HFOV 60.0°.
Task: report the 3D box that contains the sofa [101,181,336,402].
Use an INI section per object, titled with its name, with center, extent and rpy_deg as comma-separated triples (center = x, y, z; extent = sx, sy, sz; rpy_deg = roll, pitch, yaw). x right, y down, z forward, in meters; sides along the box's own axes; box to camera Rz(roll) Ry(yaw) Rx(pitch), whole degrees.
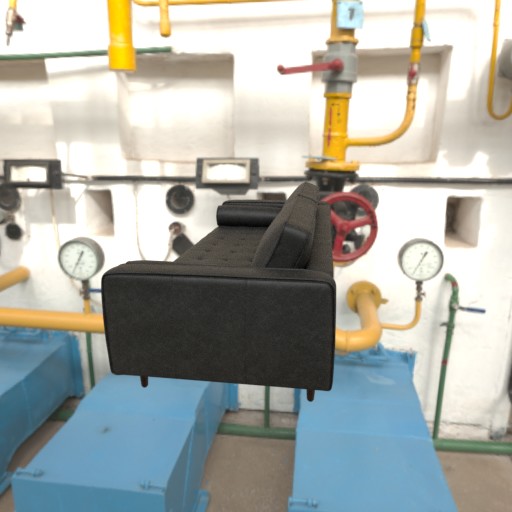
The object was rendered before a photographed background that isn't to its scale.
[sofa]
center = 0.000, 0.000, 2.695
extent = 0.914, 0.762, 2.210
rpy_deg = 2, 15, 8
